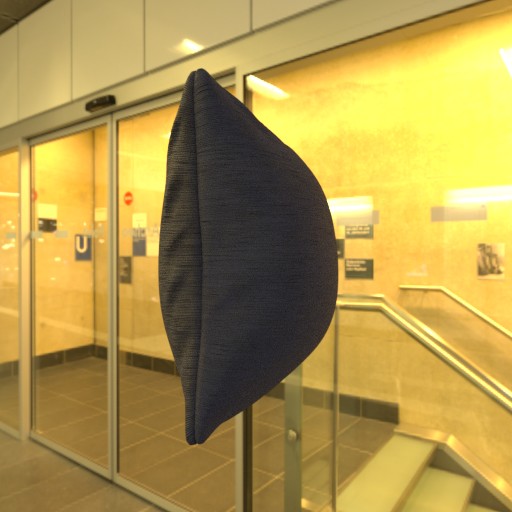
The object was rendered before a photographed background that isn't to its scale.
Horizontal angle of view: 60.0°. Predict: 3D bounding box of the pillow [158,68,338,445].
[{"bbox_3d":[0.000,0.000,0.679,0.246,0.414,0.432,0,0,18],"label":"pillow"}]
